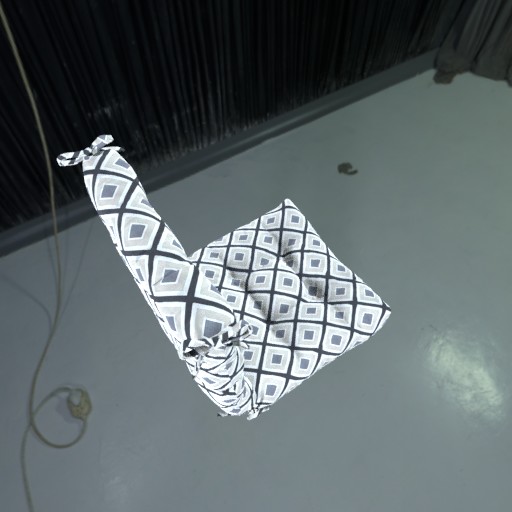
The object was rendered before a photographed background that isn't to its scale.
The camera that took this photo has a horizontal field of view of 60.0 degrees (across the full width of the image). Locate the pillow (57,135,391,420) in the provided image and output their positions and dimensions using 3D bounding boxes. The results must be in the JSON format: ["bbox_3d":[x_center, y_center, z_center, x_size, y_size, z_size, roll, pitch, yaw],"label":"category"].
[{"bbox_3d":[0.000,0.000,1.021,0.571,0.605,0.519,-29,61,-18],"label":"pillow"}]
